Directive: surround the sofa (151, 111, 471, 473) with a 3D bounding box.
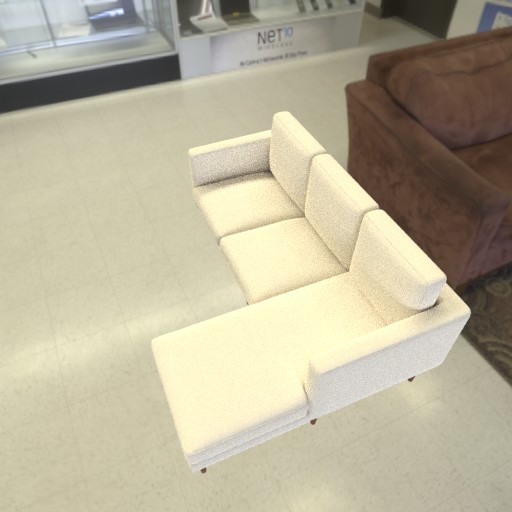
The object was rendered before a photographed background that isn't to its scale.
[{"bbox_3d":[0.000,0.000,2.859,1.580,0.899,2.029,-17,49,-16],"label":"sofa"}]
